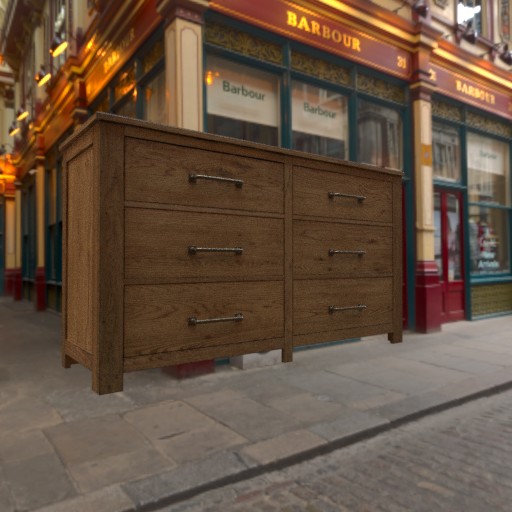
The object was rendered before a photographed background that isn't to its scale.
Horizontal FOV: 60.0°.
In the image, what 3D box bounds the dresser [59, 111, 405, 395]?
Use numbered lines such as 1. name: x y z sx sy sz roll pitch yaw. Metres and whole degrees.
1. dresser: 0.000 0.000 2.132 1.657 0.932 0.563 1 -1 -36
